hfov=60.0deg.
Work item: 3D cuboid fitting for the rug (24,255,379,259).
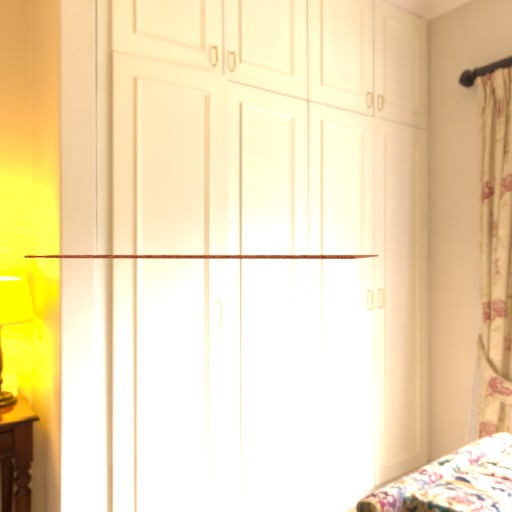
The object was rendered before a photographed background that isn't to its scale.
[{"bbox_3d":[0.000,0.000,3.011,1.524,0.015,2.438,0,0,17],"label":"rug"}]
